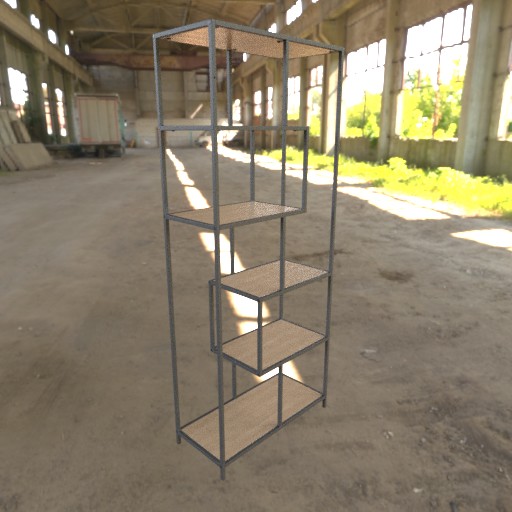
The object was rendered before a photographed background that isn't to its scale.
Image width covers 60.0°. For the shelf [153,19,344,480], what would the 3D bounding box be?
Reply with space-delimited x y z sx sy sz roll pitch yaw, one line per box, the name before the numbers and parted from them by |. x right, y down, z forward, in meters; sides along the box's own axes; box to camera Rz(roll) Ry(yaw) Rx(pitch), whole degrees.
shelf | 0.000 0.000 2.091 0.350 1.850 0.770 15 22 43
